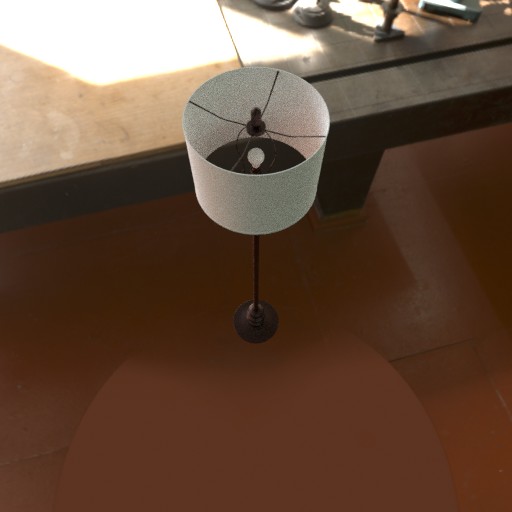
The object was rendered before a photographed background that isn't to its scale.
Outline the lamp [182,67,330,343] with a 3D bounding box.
[{"bbox_3d":[0.000,0.000,1.707,0.356,1.487,0.356,17,63,9],"label":"lamp"}]
